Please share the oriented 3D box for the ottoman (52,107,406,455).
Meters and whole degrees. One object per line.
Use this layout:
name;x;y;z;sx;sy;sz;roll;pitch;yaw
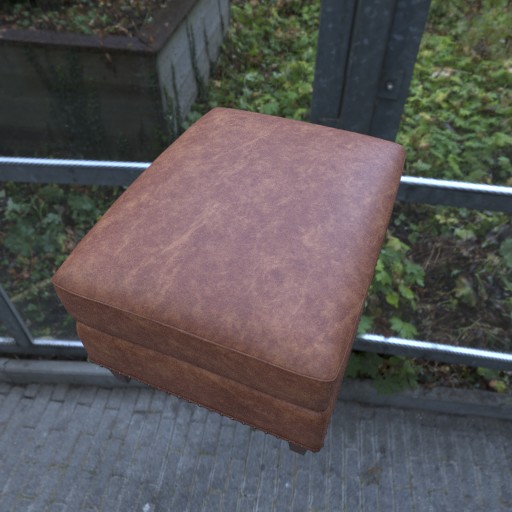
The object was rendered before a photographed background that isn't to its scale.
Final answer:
ottoman;0.000;0.000;1.130;0.586;0.486;0.742;16;48;15
